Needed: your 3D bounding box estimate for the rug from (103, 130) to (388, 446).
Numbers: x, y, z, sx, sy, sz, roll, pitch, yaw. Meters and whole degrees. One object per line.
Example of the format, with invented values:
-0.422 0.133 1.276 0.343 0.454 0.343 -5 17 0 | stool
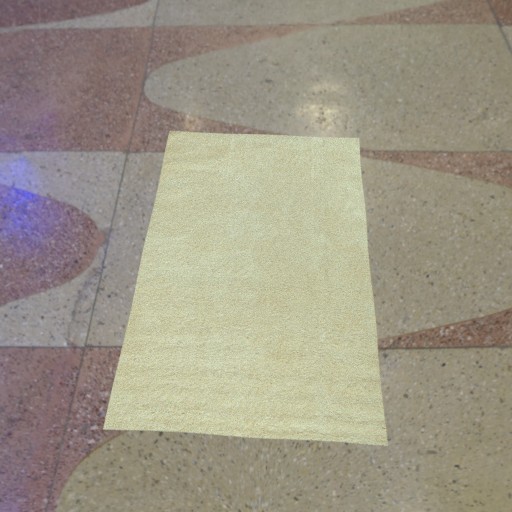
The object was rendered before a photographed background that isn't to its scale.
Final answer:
0.000 0.000 3.504 1.800 0.025 2.699 3 58 2 | rug
